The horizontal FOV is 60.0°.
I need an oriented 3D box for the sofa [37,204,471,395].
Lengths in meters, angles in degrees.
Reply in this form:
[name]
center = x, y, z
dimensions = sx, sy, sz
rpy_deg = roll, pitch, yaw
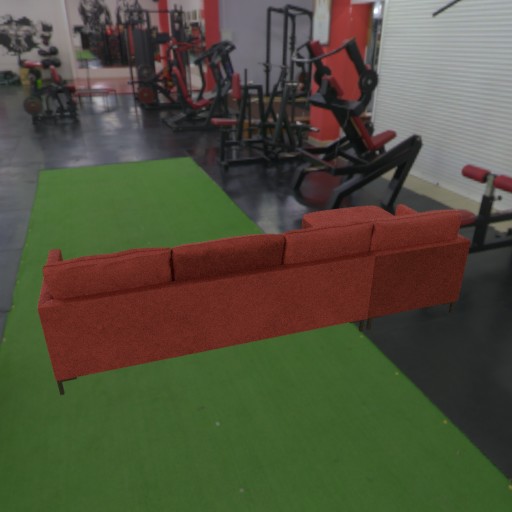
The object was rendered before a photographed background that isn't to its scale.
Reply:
[sofa]
center = 0.000, 0.000, 3.993
dimensions = 3.400, 0.967, 1.500
rpy_deg = -8, 27, -16
